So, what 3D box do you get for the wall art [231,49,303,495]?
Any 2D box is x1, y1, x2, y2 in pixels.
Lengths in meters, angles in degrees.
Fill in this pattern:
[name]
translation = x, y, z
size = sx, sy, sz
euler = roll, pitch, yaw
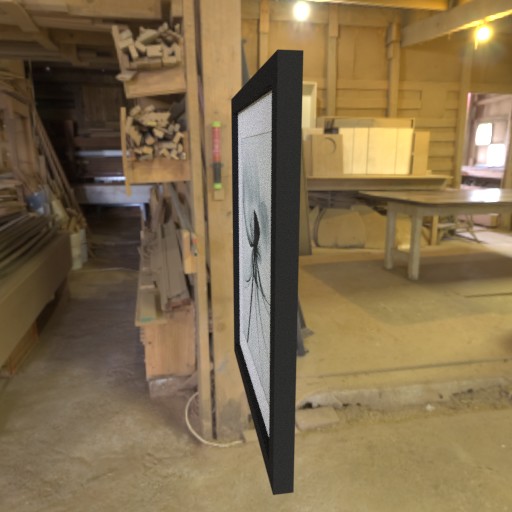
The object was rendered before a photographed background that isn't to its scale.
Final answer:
[wall art]
translation = 0.000, 0.000, 0.759
size = 0.029, 0.559, 0.457
euler = -2, 13, -9
